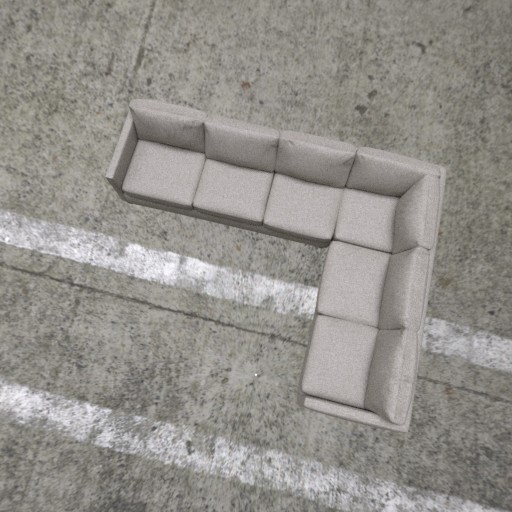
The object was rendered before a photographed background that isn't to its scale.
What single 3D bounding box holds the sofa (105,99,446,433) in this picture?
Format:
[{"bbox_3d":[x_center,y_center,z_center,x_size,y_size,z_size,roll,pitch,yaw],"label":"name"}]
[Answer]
[{"bbox_3d":[0.000,0.000,4.399,3.302,0.947,2.593,13,75,4],"label":"sofa"}]
